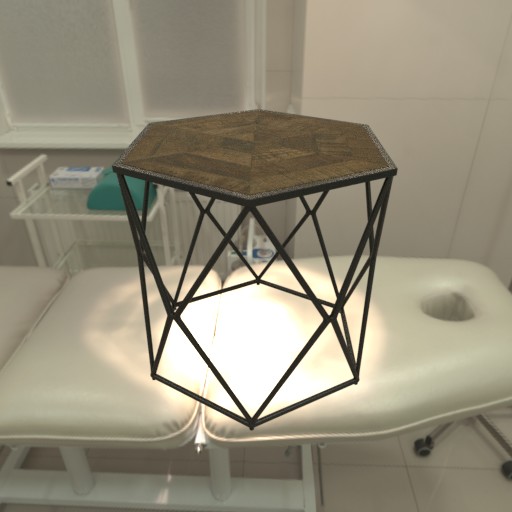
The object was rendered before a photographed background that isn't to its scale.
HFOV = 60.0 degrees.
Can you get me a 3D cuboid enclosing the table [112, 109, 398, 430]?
[{"bbox_3d":[0.000,0.000,1.080,0.579,0.564,0.578,1,32,1],"label":"table"}]
